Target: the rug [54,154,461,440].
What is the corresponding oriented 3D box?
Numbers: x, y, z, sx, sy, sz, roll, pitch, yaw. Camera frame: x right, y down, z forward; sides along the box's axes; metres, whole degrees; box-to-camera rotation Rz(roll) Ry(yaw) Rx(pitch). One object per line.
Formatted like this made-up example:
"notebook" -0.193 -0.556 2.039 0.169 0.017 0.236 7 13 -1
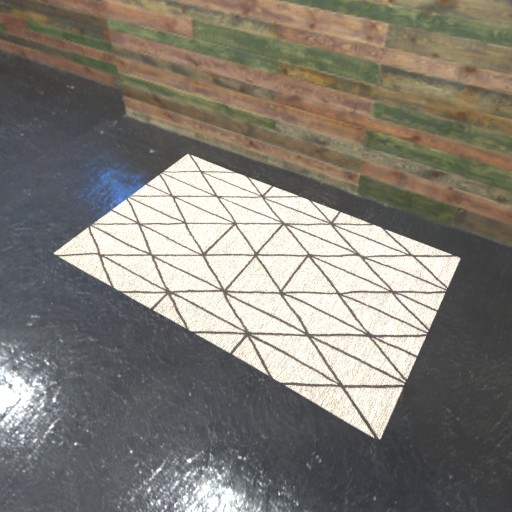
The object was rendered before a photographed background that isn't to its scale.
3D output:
"rug" 0.000 0.000 3.152 2.465 0.008 1.526 25 51 22
